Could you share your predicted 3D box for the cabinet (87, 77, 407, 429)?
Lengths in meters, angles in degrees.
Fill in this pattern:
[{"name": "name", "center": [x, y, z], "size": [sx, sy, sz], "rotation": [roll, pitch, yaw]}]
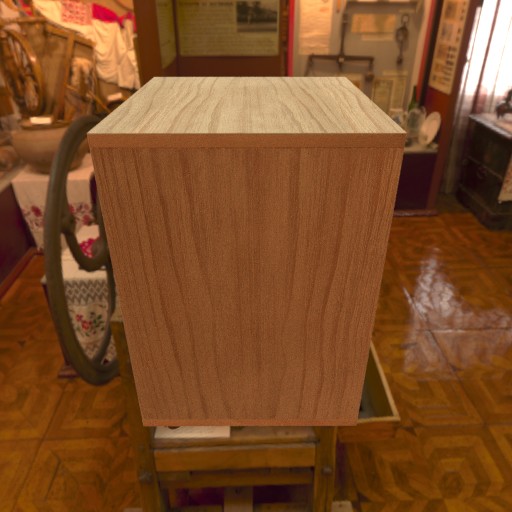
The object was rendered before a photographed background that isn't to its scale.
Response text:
[{"name": "cabinet", "center": [0.000, 0.000, 0.846], "size": [0.401, 0.579, 0.409], "rotation": [0, 31, 0]}]
